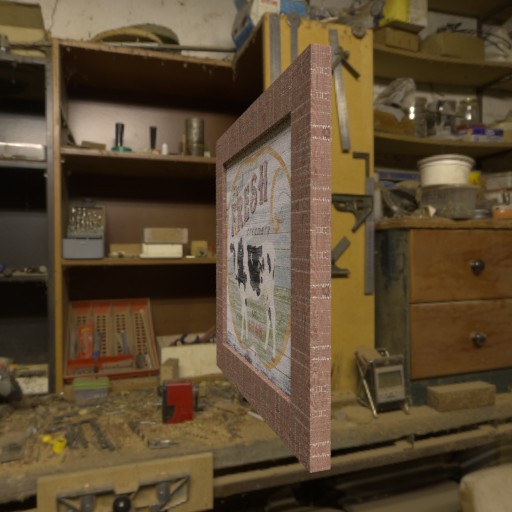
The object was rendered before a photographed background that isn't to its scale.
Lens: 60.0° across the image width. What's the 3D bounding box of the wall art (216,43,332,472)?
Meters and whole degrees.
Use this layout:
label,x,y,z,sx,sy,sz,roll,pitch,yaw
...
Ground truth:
label,x,y,z,sx,sy,sz,roll,pitch,yaw
wall art,0.000,0.000,0.804,0.029,0.531,0.531,0,1,-18
